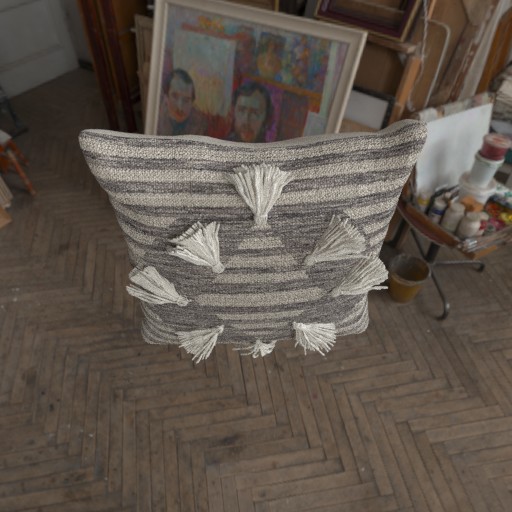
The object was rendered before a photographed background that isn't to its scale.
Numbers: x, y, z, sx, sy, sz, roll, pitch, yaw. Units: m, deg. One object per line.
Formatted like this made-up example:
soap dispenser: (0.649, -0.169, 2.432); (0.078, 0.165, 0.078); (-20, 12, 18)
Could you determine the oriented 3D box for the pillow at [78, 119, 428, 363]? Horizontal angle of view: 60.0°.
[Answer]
pillow: (0.000, 0.000, 0.771); (0.484, 0.490, 0.234); (-3, 46, -3)
